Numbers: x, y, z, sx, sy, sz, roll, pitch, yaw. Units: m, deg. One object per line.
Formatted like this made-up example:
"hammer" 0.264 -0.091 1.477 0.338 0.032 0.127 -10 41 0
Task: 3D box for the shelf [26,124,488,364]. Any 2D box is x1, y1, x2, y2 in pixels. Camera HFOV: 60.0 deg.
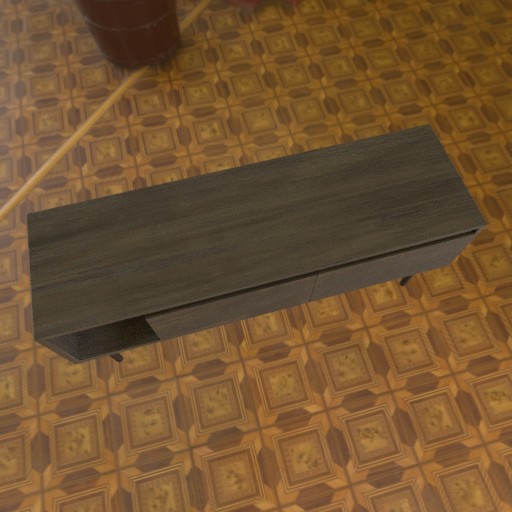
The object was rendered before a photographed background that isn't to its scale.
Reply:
"shelf" 0.000 0.000 1.524 1.300 0.495 0.400 -14 65 -7
